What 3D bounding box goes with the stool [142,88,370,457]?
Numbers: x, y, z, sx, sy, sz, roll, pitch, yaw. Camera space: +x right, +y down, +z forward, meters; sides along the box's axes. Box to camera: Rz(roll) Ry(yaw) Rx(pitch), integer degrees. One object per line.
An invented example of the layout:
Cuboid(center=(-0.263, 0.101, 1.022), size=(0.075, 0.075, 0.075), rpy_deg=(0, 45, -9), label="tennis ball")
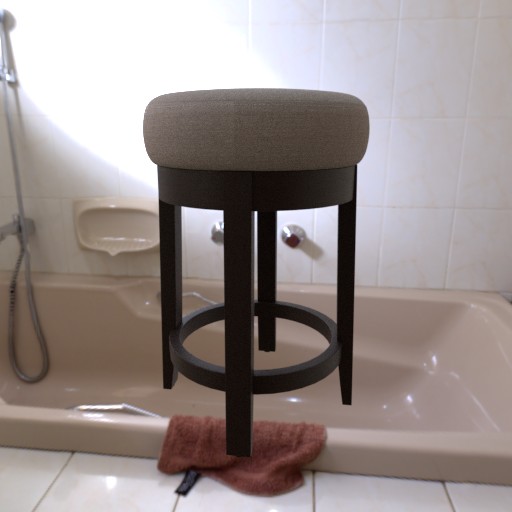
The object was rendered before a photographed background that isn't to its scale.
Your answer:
Cuboid(center=(0.000, 0.000, 0.959), size=(0.443, 0.672, 0.443), rpy_deg=(0, 16, 0), label="stool")
